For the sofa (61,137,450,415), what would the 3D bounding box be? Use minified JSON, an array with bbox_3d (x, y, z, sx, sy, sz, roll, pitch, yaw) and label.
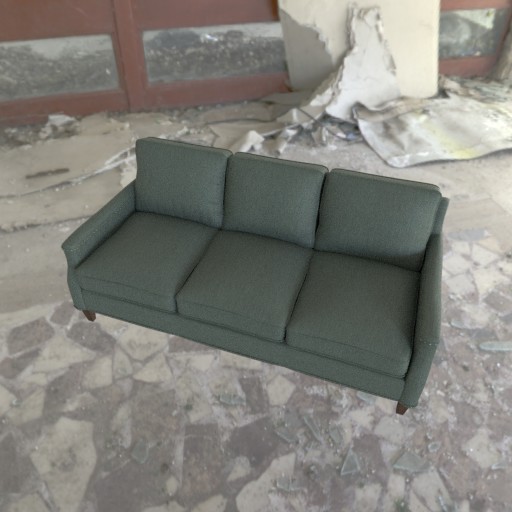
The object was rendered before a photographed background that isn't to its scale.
[{"bbox_3d":[0.000,0.000,2.853,2.246,1.003,1.084,13,42,15],"label":"sofa"}]
